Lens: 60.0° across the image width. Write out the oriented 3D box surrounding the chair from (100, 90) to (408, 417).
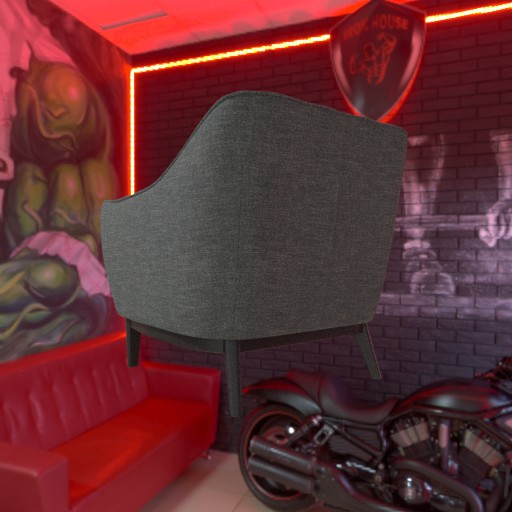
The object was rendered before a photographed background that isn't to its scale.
[{"bbox_3d":[0.000,0.000,1.575,0.870,0.829,0.851,0,1,-36],"label":"chair"}]
